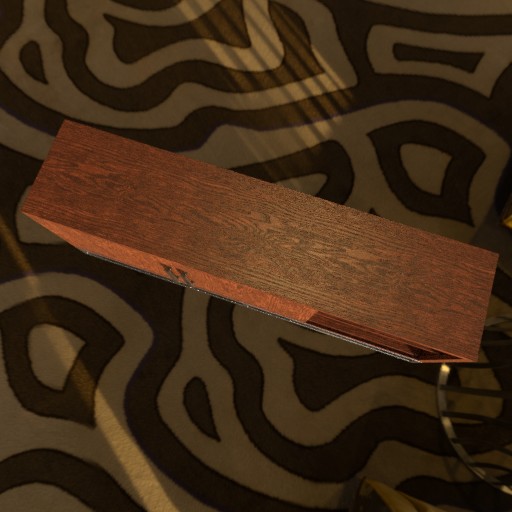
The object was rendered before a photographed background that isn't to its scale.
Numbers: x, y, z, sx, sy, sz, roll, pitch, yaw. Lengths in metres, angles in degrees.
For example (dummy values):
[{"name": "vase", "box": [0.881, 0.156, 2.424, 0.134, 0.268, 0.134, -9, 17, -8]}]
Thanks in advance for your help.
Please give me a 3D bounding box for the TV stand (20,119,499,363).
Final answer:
[{"name": "TV stand", "box": [0.000, 0.000, 1.734, 1.541, 0.578, 0.382, 18, 77, 4]}]
